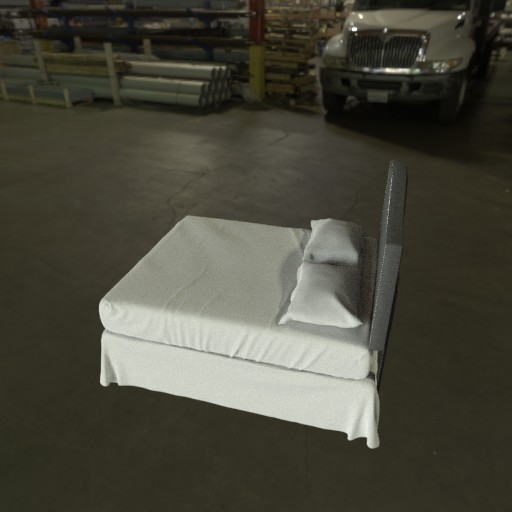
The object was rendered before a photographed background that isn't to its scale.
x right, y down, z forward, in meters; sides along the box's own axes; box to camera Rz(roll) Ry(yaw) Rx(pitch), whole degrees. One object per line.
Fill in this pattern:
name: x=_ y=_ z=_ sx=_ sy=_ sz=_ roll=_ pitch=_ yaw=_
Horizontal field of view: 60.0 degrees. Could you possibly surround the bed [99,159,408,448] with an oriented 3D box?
bed: x=0.000 y=0.000 z=3.563 sx=2.221 sy=1.645 sz=1.876 roll=8 pitch=30 yaw=14
